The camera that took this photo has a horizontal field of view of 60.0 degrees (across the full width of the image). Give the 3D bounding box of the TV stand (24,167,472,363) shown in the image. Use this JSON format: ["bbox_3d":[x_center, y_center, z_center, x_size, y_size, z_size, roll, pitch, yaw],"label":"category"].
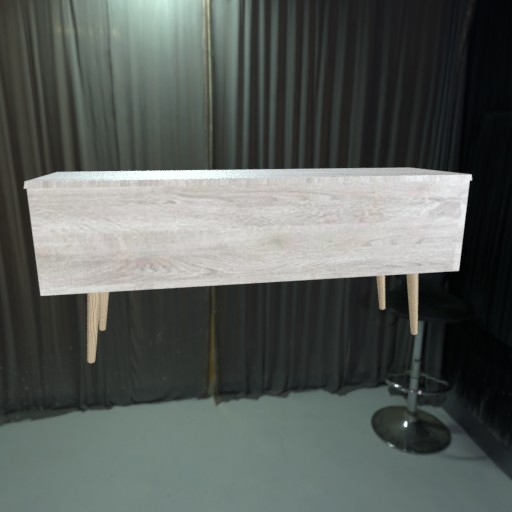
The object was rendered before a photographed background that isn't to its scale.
[{"bbox_3d":[0.000,0.000,1.533,1.313,0.565,0.401,-3,15,-11],"label":"TV stand"}]
